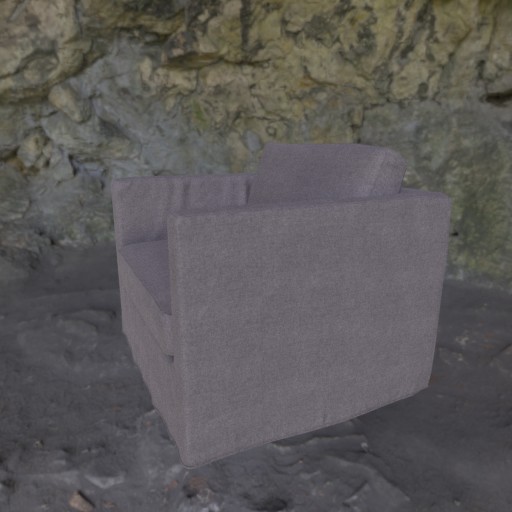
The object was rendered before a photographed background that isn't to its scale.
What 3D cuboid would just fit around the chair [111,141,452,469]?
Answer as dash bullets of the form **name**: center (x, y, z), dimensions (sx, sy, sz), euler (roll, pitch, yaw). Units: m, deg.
- **chair**: center (0.000, 0.000, 1.740), dimensions (0.949, 0.863, 1.057), euler (-7, 17, -25)
